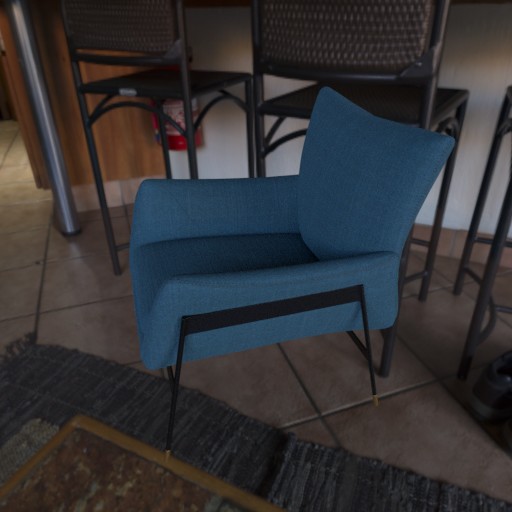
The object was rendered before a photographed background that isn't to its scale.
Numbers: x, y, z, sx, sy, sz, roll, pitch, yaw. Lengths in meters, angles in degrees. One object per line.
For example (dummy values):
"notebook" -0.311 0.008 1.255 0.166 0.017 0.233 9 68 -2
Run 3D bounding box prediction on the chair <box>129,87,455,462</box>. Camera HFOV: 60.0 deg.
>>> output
"chair" 0.000 0.000 1.380 0.769 0.859 0.678 -9 32 -15
